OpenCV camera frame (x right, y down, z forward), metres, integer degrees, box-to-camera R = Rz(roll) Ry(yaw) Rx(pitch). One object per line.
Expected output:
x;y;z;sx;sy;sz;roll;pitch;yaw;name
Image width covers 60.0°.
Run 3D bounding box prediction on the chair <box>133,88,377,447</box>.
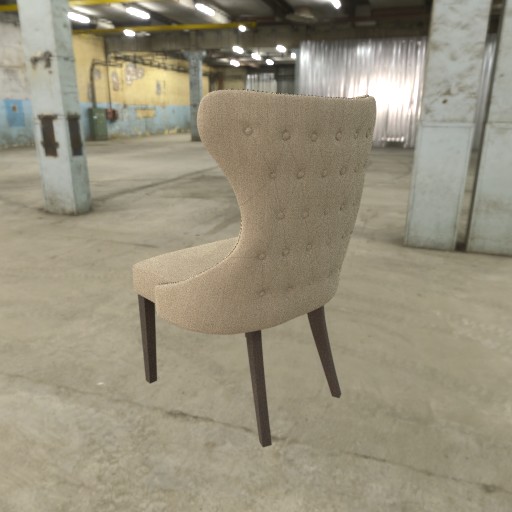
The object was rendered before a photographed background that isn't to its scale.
0.000;0.000;1.411;0.628;0.967;0.635;-16;23;-41;chair
